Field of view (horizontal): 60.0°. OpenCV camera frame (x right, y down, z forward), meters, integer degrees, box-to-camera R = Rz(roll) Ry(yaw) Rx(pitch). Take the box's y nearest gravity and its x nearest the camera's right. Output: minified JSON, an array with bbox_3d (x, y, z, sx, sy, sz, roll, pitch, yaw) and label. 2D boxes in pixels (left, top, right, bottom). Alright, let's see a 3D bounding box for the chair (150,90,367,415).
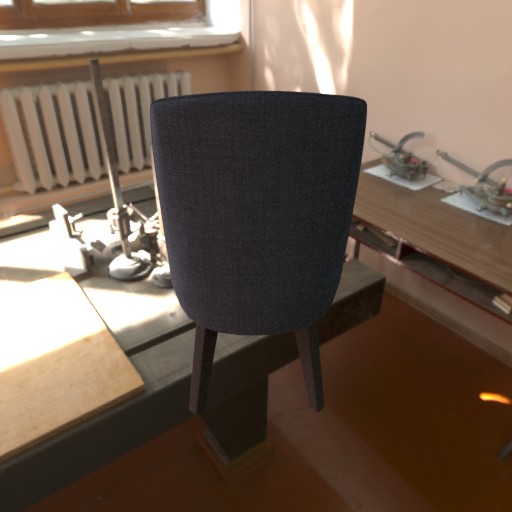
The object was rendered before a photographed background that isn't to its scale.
[{"bbox_3d":[0.000,0.000,1.331,0.510,1.050,0.577,-1,31,-1],"label":"chair"}]
